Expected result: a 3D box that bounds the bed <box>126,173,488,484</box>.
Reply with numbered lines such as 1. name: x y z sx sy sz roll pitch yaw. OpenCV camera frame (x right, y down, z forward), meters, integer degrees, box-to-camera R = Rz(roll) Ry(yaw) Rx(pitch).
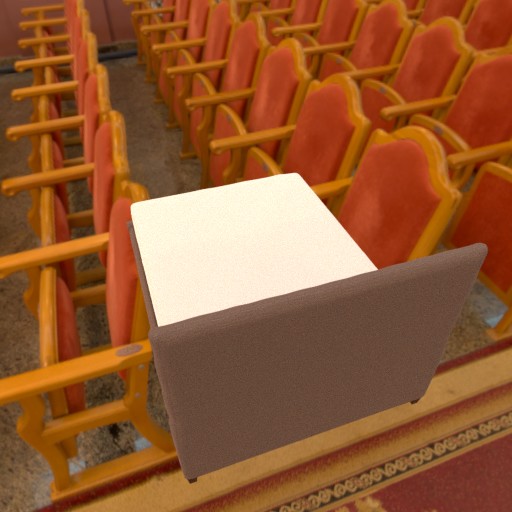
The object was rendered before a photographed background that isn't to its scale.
1. bed: 0.000 0.000 3.215 1.696 1.426 2.233 -13 43 -15
